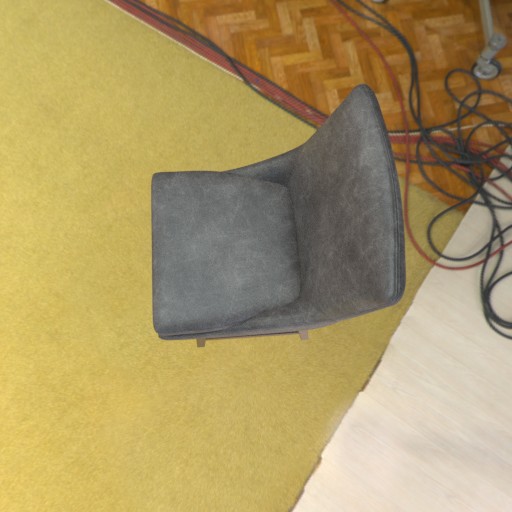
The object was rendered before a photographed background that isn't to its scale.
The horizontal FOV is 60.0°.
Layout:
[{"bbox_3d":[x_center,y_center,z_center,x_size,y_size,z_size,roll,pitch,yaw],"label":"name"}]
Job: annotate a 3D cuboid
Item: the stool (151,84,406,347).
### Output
[{"bbox_3d":[0.000,0.000,1.379,0.587,1.046,0.492,-4,76,-1],"label":"stool"}]
